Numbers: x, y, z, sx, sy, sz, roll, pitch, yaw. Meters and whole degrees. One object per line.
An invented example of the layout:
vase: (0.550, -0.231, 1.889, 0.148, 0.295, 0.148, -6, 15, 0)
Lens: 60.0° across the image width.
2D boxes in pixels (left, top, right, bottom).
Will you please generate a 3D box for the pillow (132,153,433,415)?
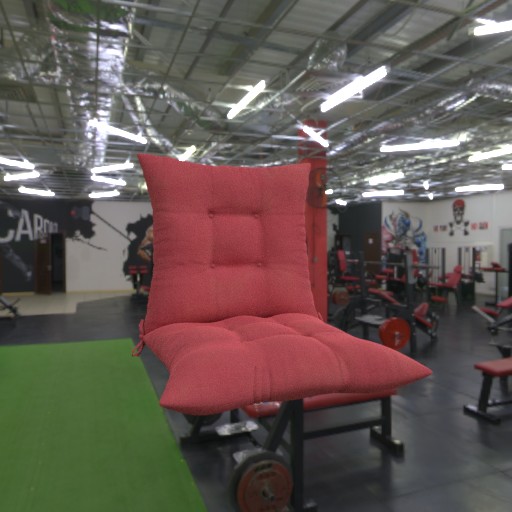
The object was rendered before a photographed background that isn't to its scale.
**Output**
pillow: (0.000, 0.000, 1.017, 0.541, 0.536, 0.585, -1, 2, -18)
